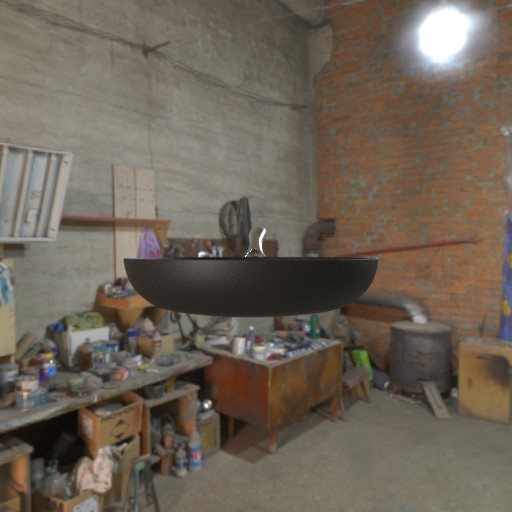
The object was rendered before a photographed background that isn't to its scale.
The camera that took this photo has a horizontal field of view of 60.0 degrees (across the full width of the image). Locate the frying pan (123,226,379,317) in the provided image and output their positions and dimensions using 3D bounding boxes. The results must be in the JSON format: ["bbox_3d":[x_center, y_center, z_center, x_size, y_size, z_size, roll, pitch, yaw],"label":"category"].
[{"bbox_3d":[0.000,0.000,0.569,0.255,0.105,0.472,0,0,3],"label":"frying pan"}]
